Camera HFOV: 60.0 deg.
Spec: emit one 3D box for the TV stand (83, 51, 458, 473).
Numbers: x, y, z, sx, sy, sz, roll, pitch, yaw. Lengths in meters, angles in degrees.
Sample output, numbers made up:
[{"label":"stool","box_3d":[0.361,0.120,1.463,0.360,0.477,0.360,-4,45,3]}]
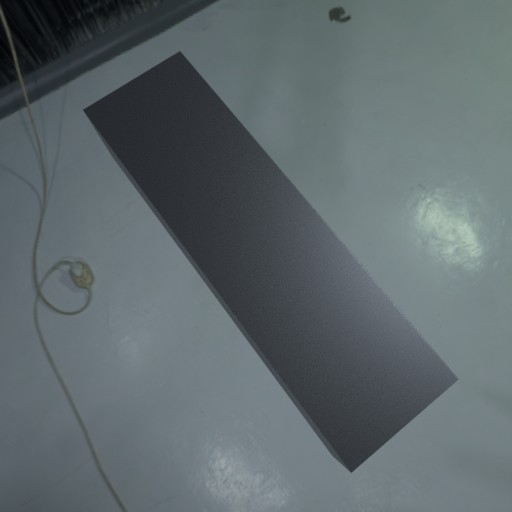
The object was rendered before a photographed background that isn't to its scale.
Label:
[{"label":"TV stand","box_3d":[0.000,0.000,1.537,0.390,0.518,1.312,-36,77,-10]}]
